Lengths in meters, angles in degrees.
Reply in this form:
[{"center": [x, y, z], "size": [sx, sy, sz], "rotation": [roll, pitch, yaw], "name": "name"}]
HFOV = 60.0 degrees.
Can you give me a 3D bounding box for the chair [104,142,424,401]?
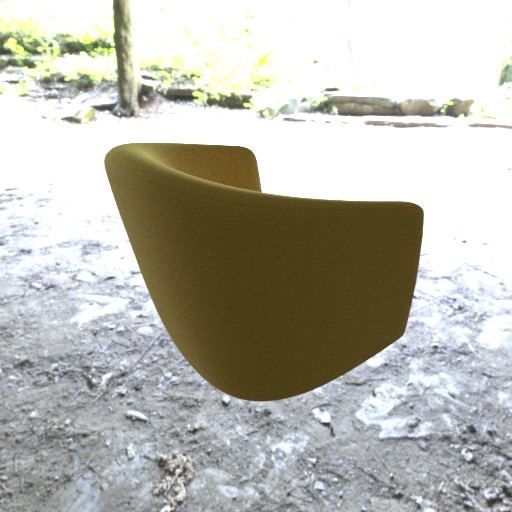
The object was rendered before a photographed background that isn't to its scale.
[{"center": [0.000, 0.000, 1.341], "size": [0.767, 0.698, 0.773], "rotation": [-17, 31, -31], "name": "chair"}]
